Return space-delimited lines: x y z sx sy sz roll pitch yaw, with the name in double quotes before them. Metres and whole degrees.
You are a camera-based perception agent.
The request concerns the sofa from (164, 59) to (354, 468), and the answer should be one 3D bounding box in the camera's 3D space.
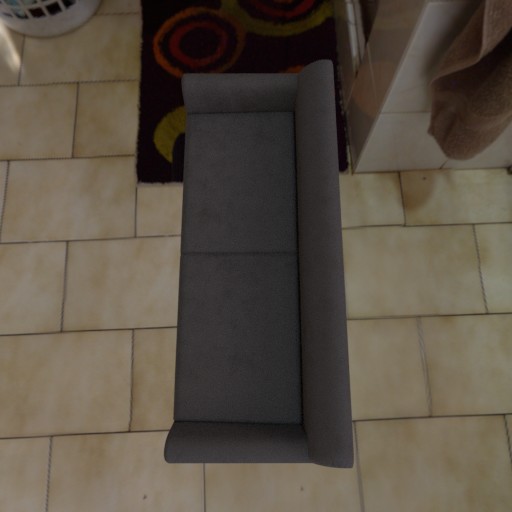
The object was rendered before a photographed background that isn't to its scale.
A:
"sofa" 0.000 0.000 2.621 0.900 0.740 2.190 0 75 0
